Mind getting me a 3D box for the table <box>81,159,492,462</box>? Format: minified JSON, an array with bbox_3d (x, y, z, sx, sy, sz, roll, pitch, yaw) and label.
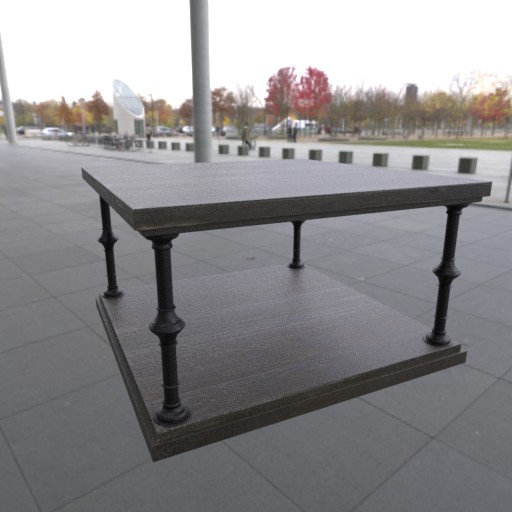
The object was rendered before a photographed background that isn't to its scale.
[{"bbox_3d":[0.000,0.000,1.082,0.696,0.400,0.696,-8,18,-25],"label":"table"}]
